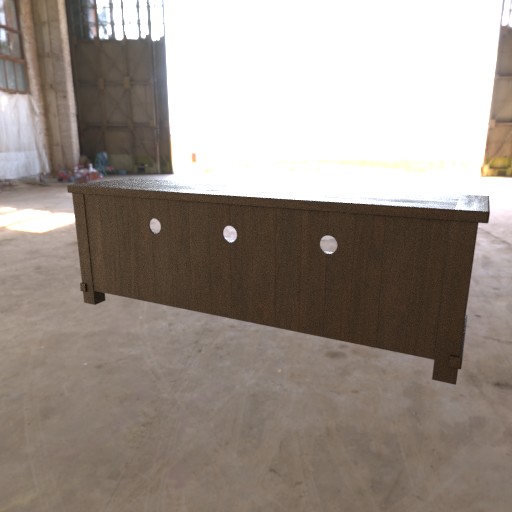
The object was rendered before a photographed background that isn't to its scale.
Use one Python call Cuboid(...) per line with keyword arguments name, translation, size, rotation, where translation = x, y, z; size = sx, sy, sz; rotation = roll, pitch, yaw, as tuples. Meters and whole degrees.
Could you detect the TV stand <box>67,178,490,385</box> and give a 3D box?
Cuboid(name="TV stand", translation=(0.000, 0.000, 2.064), size=(1.866, 0.615, 0.471), rotation=(7, 16, 26))
